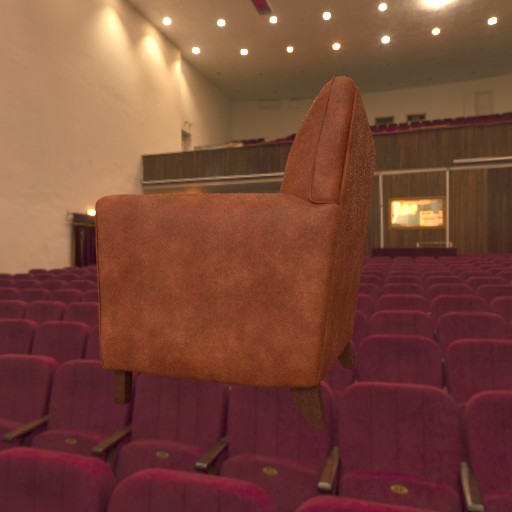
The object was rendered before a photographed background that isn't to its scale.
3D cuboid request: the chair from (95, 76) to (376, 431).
[{"bbox_3d":[0.000,0.000,1.640,0.823,0.943,0.870,0,0,19],"label":"chair"}]
